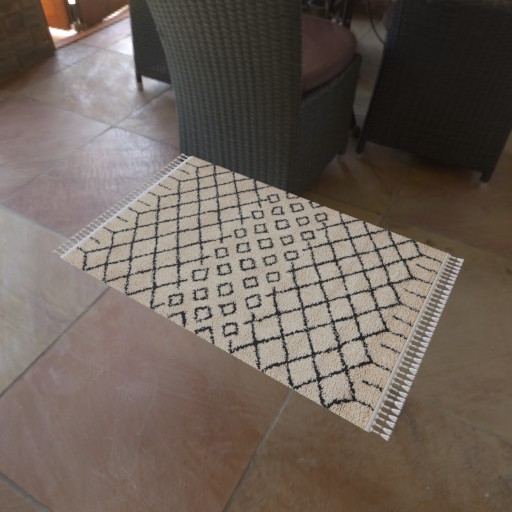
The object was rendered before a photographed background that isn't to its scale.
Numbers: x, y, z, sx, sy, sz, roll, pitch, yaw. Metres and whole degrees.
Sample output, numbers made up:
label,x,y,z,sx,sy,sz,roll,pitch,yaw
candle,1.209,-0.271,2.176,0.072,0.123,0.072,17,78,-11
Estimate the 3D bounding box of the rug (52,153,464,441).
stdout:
label,x,y,z,sx,sy,sz,roll,pitch,yaw
rug,0.000,0.000,2.502,2.006,0.008,1.196,24,51,22
